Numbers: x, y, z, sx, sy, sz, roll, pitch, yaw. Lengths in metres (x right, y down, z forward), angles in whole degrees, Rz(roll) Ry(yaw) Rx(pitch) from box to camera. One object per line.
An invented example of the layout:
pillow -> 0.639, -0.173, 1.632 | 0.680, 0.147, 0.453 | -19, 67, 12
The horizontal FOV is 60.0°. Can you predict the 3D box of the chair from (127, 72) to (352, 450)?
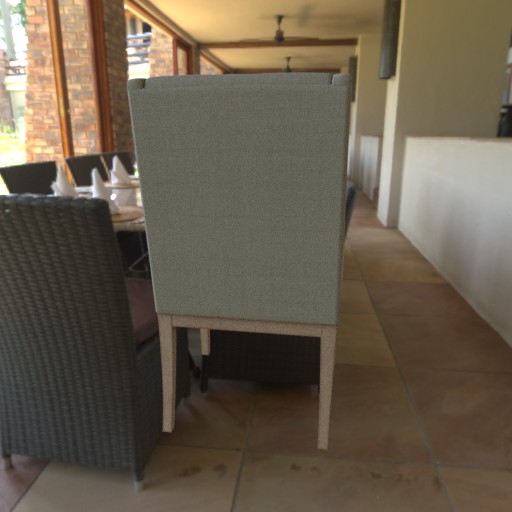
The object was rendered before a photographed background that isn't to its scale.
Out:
chair -> 0.000, 0.000, 1.419 | 0.575, 1.021, 0.611 | 3, 16, 9
